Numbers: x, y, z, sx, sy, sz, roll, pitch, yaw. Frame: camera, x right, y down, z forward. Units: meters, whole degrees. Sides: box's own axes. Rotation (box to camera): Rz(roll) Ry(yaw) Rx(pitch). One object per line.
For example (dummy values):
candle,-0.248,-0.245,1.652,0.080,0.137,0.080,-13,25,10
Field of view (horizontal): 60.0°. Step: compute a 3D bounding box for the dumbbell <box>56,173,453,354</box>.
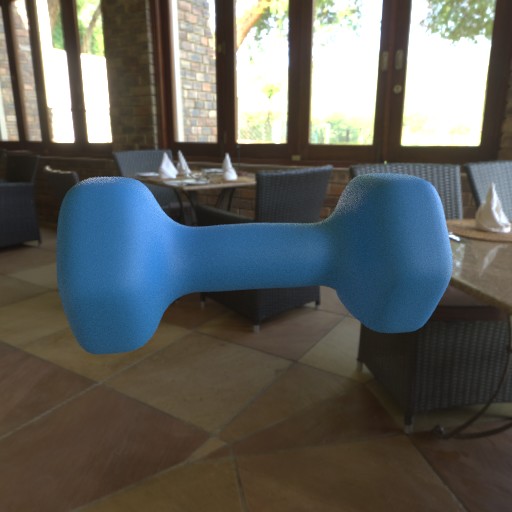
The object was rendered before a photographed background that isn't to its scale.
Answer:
dumbbell,0.000,0.000,0.187,0.152,0.066,0.074,-2,15,-8
